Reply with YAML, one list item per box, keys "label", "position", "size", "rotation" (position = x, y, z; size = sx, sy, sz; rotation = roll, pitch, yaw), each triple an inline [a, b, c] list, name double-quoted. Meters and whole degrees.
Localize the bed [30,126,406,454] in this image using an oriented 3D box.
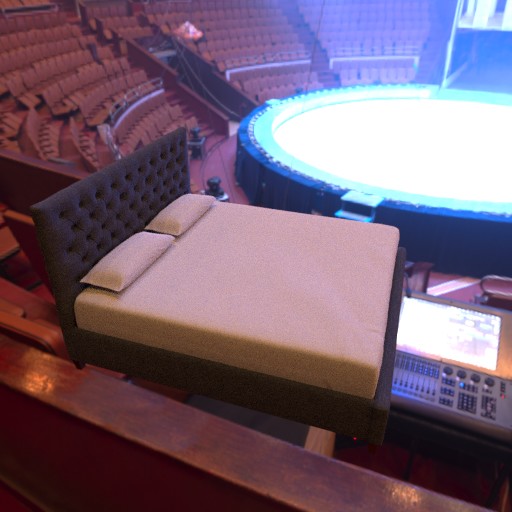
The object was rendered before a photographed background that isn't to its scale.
- label: "bed"
  position: [0.000, 0.000, 3.649]
  size: [2.387, 1.427, 2.078]
  rotation: [10, 32, 16]
